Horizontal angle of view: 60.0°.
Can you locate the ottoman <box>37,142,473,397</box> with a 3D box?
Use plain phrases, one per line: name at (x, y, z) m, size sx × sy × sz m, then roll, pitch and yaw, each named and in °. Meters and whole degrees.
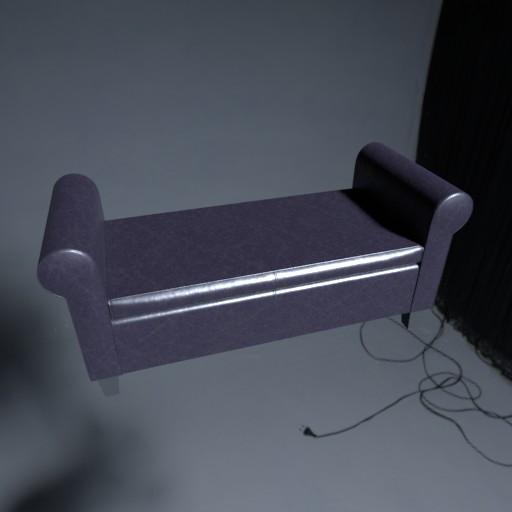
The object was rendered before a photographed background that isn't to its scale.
ottoman at (0.000, 0.000, 1.535) m, size 1.256 × 0.547 × 0.521 m, roll -9°, pitch 34°, yaw -14°
